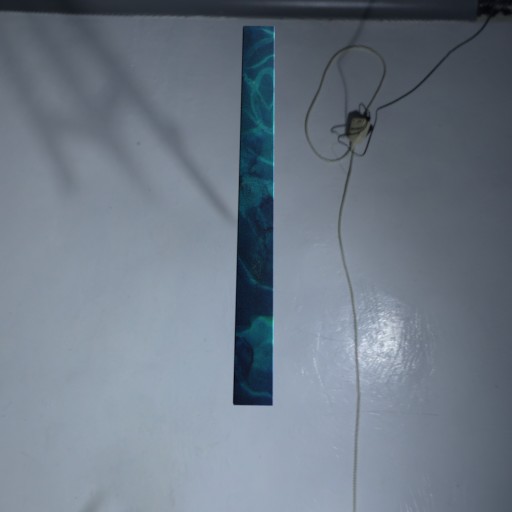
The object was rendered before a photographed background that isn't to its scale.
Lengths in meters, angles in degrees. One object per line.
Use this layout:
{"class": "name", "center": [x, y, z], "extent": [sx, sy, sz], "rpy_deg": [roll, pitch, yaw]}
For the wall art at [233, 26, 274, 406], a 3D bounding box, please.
{"class": "wall art", "center": [0.000, 0.000, 0.718], "extent": [0.038, 0.508, 0.432], "rpy_deg": [1, 75, 0]}
